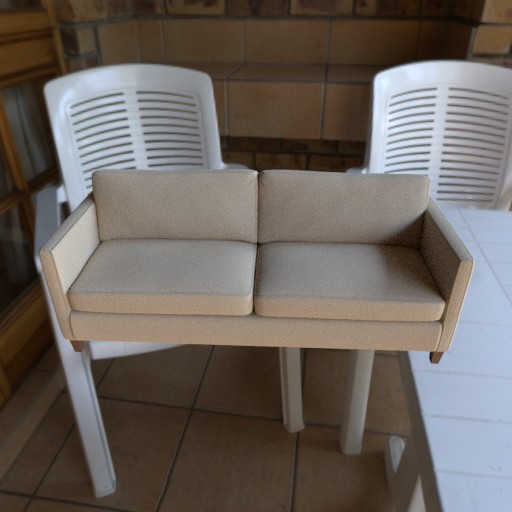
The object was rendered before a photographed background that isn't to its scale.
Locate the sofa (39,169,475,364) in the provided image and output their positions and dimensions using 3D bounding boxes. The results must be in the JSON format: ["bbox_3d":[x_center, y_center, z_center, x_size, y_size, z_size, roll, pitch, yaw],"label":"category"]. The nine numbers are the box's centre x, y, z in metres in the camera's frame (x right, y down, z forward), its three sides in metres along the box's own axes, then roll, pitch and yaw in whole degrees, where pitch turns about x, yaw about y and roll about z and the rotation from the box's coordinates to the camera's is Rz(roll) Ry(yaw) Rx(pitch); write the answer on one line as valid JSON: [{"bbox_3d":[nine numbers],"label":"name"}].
[{"bbox_3d":[0.000,0.000,2.873,2.361,0.968,0.951,1,31,2],"label":"sofa"}]
